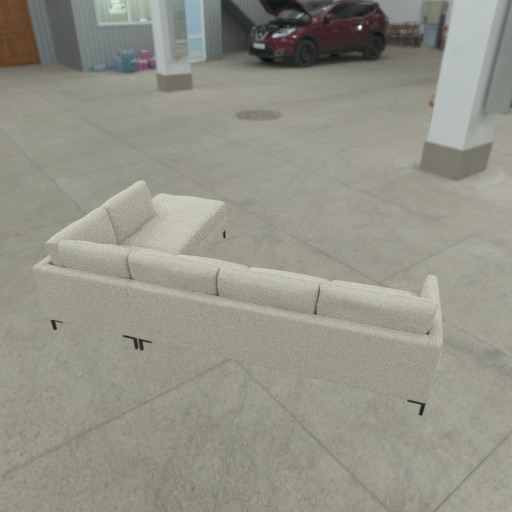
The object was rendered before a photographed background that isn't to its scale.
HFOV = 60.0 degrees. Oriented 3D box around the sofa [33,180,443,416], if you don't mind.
[{"bbox_3d":[0.000,0.000,3.852,2.949,0.815,2.007,9,31,15],"label":"sofa"}]
